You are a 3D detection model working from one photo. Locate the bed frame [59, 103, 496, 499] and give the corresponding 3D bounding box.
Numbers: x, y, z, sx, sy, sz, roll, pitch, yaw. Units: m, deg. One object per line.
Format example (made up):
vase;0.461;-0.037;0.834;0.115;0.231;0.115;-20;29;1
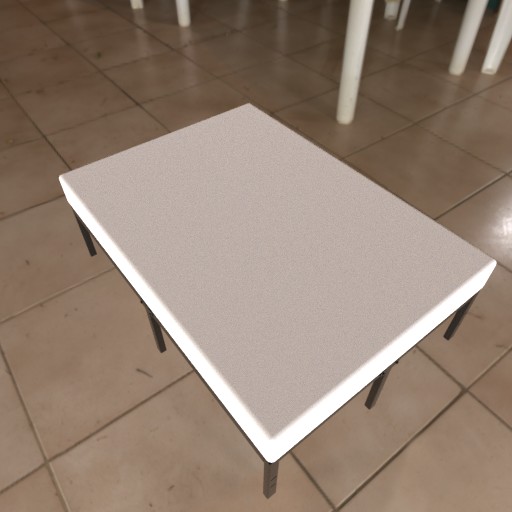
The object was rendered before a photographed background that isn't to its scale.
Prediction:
bed frame;0.000;0.000;2.569;1.408;0.659;1.956;-30;53;-25
